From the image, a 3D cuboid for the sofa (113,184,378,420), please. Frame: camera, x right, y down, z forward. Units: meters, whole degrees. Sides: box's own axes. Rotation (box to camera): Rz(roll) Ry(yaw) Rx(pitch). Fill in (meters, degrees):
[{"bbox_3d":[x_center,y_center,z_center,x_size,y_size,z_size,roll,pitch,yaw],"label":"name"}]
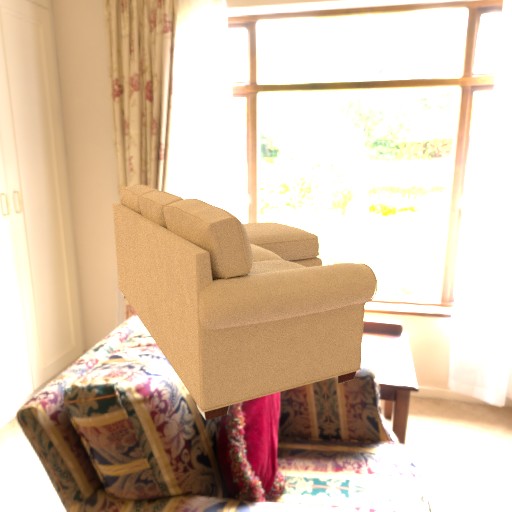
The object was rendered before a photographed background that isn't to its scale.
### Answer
[{"bbox_3d":[0.000,0.000,2.421,1.226,0.734,1.770,-6,15,-26],"label":"sofa"}]
